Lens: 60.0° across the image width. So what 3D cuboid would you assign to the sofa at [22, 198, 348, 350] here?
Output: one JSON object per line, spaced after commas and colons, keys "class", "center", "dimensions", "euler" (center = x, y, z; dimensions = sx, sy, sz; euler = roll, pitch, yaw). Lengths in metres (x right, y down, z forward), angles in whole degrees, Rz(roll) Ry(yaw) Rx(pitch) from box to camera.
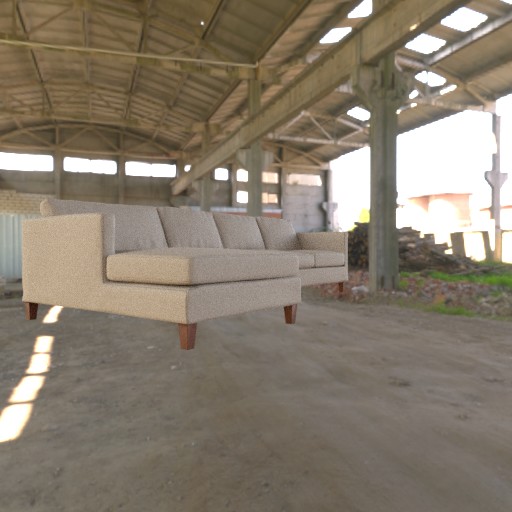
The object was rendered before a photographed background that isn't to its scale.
{"class": "sofa", "center": [0.000, 0.000, 3.794], "dimensions": [1.625, 0.846, 3.186], "euler": [1, 1, 37]}
